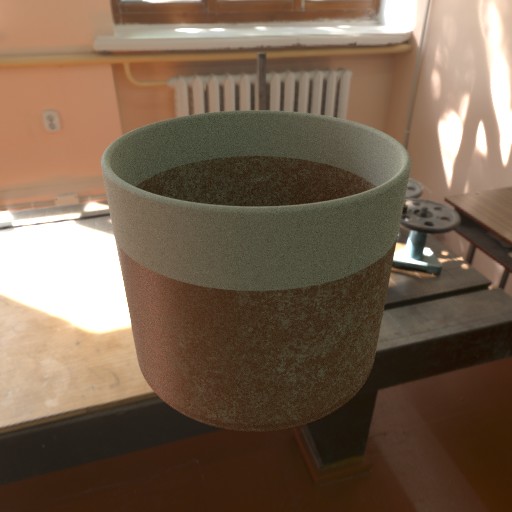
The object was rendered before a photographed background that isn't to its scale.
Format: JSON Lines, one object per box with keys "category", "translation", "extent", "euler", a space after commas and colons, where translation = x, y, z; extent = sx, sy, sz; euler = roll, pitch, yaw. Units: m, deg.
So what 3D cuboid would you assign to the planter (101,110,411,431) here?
{"category": "planter", "translation": [0.000, 0.000, 0.271], "extent": [0.159, 0.138, 0.159], "euler": [0, 31, 0]}
